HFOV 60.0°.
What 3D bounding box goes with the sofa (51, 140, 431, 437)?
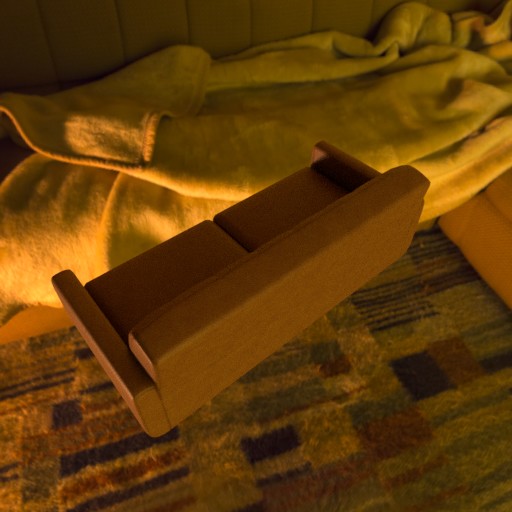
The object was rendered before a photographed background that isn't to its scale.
[{"bbox_3d":[0.000,0.000,2.737,2.137,0.892,0.980,-31,54,-26],"label":"sofa"}]
